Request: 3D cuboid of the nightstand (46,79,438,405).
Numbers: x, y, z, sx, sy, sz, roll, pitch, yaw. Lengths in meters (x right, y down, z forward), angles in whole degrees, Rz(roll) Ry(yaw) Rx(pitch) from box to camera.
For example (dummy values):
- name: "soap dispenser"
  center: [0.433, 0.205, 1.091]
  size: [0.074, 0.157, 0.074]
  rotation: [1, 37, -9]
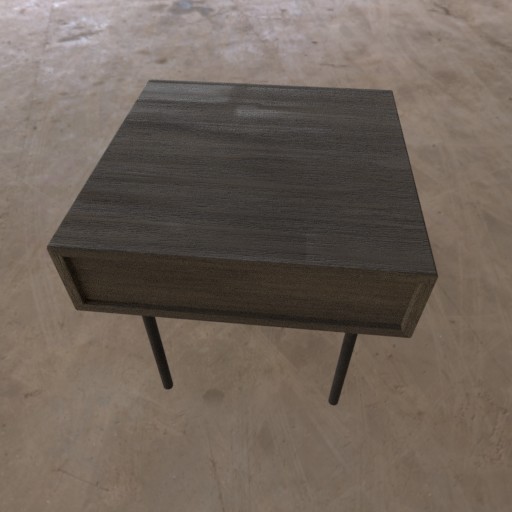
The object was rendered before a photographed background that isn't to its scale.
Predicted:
- name: "nightstand"
  center: [0.000, 0.000, 0.911]
  size: [0.502, 0.497, 0.503]
  rotation: [4, 46, 4]
